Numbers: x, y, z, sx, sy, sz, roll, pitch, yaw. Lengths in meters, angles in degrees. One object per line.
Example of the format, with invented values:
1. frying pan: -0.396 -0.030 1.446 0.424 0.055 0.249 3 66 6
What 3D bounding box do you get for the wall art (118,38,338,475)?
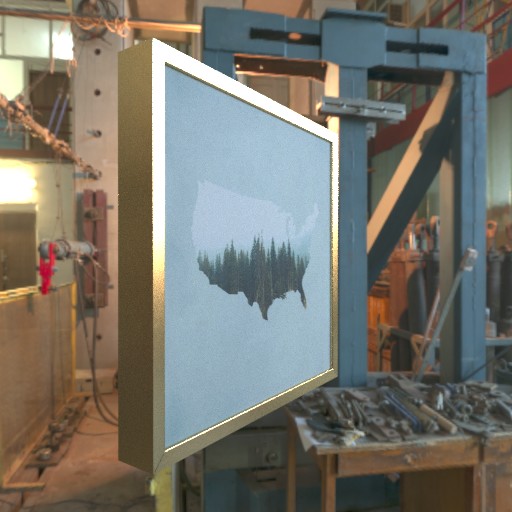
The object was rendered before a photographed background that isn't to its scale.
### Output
1. wall art: 0.000 0.000 0.444 0.038 0.304 0.304 0 0 35
